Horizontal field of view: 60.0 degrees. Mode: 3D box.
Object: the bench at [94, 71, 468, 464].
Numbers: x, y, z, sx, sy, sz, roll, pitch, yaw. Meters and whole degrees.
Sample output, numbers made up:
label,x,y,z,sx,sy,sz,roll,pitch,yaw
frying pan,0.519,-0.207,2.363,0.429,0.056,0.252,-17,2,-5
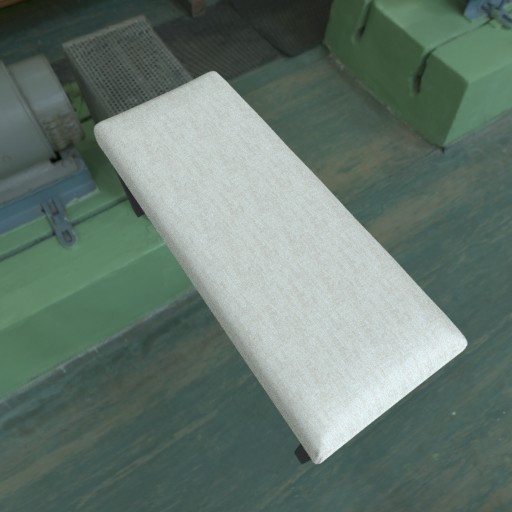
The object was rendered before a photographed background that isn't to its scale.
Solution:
label,x,y,z,sx,sy,sz,roll,pitch,yaw
bench,0.000,0.000,1.227,0.407,0.456,1.013,-31,66,-16
